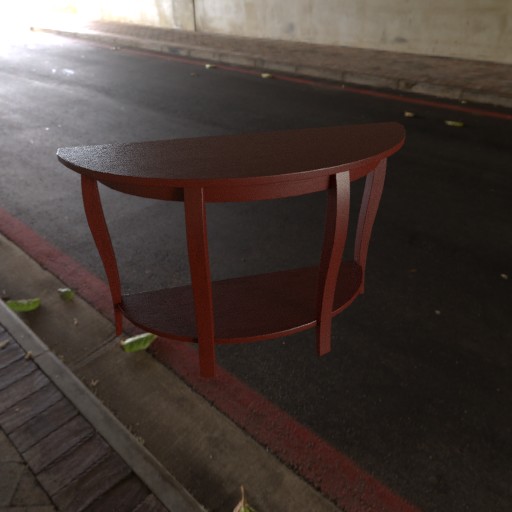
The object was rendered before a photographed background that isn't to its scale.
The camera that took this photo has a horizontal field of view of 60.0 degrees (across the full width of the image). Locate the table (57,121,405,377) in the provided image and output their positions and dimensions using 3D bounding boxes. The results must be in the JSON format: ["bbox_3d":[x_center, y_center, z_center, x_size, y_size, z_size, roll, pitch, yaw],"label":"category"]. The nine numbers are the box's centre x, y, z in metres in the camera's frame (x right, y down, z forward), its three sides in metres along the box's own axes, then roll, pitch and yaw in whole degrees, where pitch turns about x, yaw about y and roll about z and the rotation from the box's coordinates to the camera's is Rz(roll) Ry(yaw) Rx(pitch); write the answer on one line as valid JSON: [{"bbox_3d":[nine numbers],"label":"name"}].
[{"bbox_3d":[0.000,0.000,1.613,1.219,0.779,0.405,-8,33,-13],"label":"table"}]
